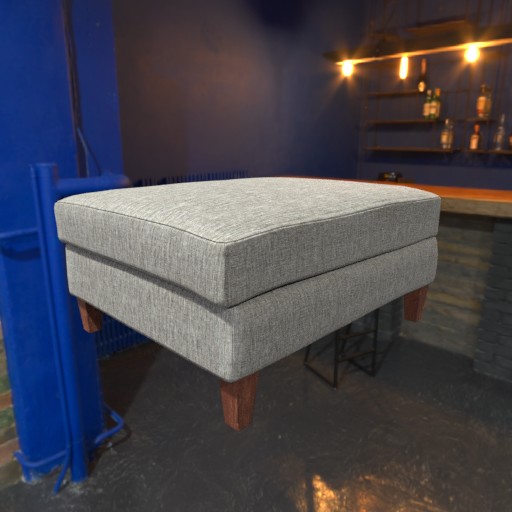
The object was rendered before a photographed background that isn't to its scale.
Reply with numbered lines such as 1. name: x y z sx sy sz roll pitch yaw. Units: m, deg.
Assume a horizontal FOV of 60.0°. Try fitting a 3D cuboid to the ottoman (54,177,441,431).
1. ottoman: 0.000 0.000 1.477 0.839 0.492 0.994 14 21 43
